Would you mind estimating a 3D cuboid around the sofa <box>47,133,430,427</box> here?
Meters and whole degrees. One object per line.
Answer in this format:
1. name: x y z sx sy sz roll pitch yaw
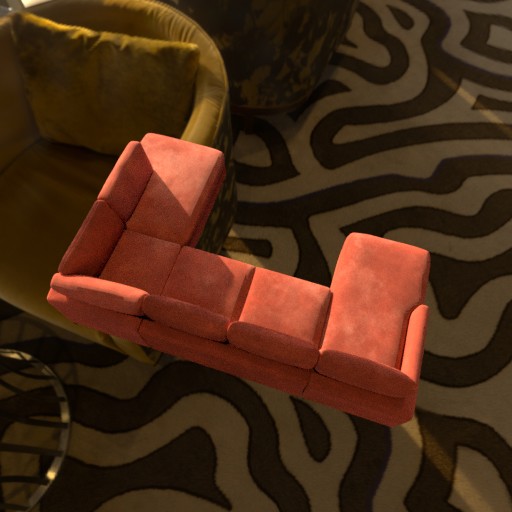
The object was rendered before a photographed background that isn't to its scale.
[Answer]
1. sofa: 0.000 0.000 3.891 2.971 0.858 1.981 16 65 8
